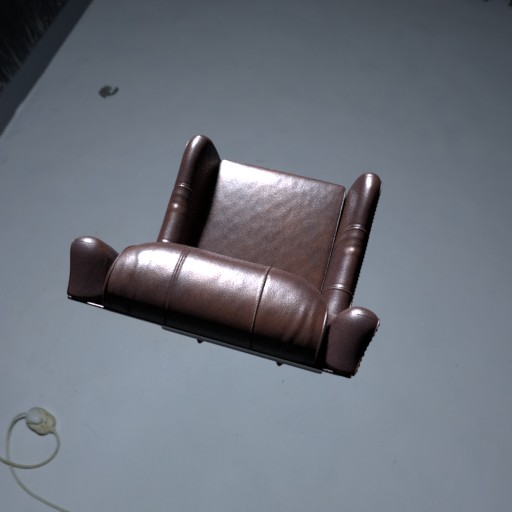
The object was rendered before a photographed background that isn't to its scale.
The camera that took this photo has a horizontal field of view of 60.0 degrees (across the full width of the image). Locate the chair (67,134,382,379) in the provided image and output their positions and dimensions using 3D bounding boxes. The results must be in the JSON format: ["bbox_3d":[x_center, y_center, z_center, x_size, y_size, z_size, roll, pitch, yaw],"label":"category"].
[{"bbox_3d":[0.000,0.000,1.812,0.869,1.084,1.008,14,64,7],"label":"chair"}]
